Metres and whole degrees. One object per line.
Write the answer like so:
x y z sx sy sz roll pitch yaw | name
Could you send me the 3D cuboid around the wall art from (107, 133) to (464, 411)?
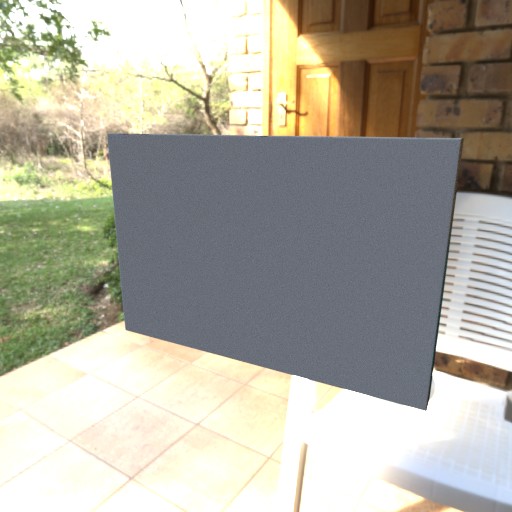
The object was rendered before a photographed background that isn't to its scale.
0.000 0.000 1.133 0.894 0.595 0.057 8 19 26 | wall art
